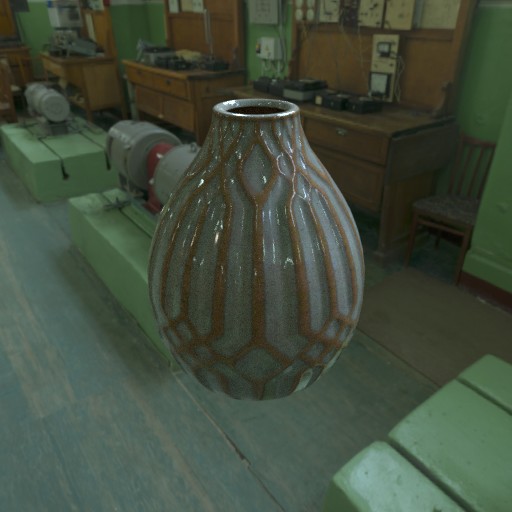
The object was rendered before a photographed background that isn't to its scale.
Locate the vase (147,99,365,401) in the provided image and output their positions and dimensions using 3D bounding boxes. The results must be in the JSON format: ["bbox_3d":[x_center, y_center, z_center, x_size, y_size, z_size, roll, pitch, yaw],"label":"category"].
[{"bbox_3d":[0.000,0.000,0.268,0.131,0.175,0.131,0,30,0],"label":"vase"}]
